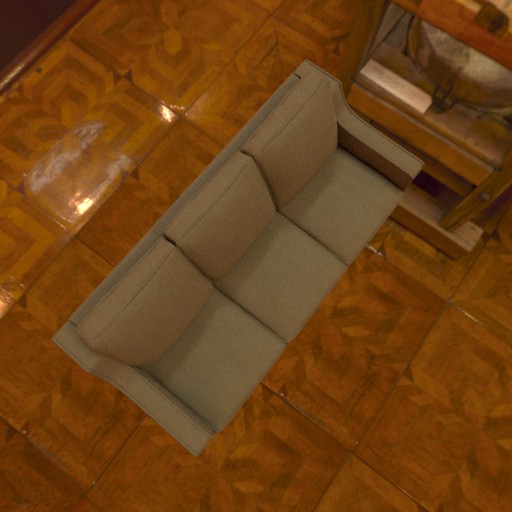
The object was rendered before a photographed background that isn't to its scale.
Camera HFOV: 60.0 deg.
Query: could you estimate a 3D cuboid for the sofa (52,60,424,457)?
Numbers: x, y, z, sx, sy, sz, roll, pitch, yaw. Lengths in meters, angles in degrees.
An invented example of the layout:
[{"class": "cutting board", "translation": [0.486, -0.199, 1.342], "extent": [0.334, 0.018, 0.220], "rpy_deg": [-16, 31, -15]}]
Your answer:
[{"class": "sofa", "translation": [0.000, 0.000, 2.542], "extent": [0.911, 0.974, 1.986], "rpy_deg": [38, 79, 9]}]
